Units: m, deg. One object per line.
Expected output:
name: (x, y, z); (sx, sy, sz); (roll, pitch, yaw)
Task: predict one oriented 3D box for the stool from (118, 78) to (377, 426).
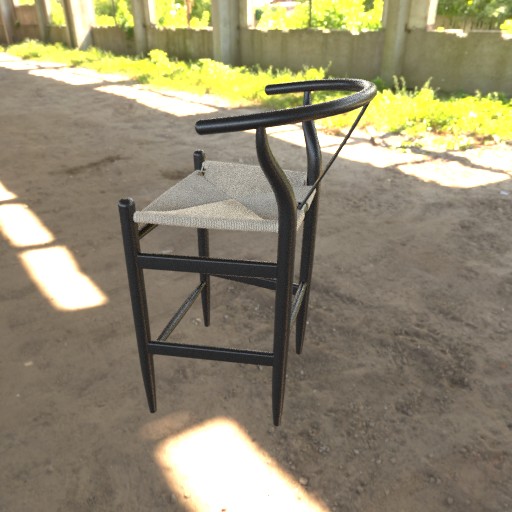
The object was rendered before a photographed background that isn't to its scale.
stool: (0.000, 0.000, 1.312); (0.579, 0.970, 0.569); (8, 29, 14)
